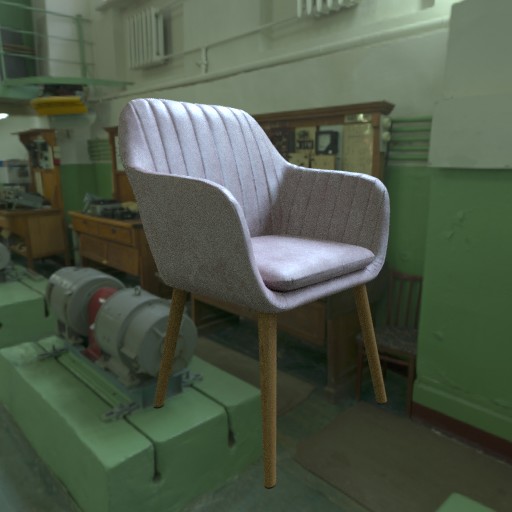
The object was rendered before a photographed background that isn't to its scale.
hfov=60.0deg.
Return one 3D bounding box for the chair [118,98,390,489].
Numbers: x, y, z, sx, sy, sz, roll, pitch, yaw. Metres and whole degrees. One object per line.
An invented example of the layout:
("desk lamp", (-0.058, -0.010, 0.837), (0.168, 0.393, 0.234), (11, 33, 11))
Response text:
("chair", (0.000, 0.000, 1.191), (0.570, 0.832, 0.610), (12, 17, 44))
